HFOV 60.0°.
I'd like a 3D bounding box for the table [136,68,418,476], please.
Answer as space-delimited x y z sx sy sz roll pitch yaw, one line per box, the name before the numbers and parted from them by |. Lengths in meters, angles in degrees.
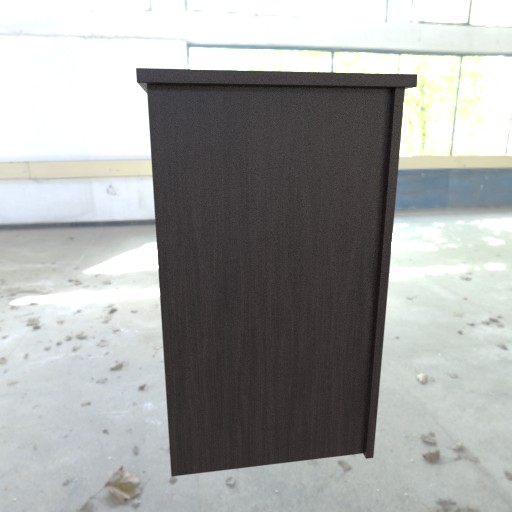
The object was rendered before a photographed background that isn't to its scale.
table | 0.000 0.000 0.892 0.381 0.635 0.480 -3 16 -9
